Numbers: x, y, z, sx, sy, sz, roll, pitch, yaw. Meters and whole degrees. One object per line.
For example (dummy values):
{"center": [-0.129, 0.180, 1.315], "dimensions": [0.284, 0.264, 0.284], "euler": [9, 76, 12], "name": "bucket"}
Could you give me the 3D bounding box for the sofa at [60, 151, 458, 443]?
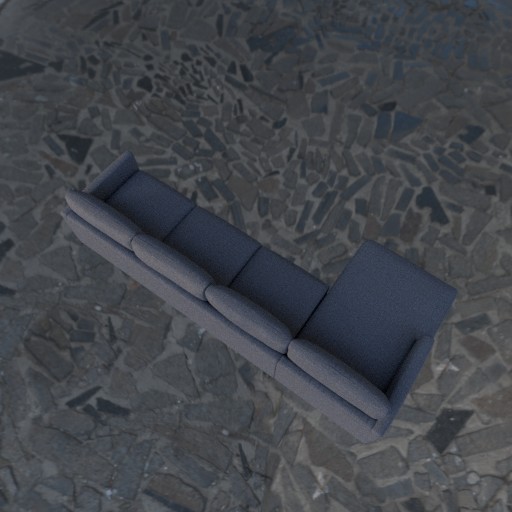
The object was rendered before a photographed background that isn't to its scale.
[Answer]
{"center": [0.000, 0.000, 2.967], "dimensions": [2.445, 0.673, 1.125], "euler": [32, 68, 15], "name": "sofa"}
